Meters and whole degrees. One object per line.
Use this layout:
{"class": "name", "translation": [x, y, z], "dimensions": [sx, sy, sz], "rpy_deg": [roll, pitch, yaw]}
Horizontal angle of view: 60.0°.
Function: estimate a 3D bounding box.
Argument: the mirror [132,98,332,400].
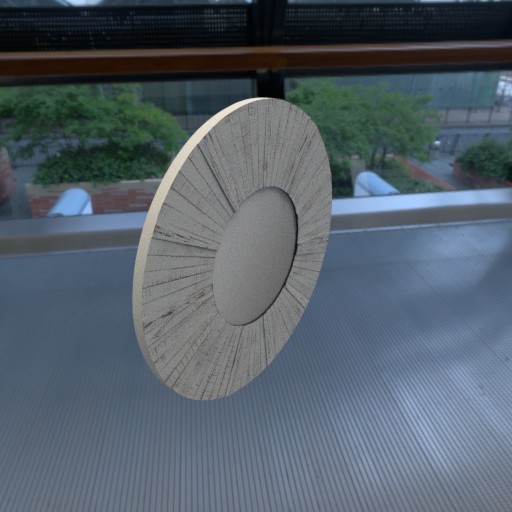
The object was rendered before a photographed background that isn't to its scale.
{"class": "mirror", "translation": [0.000, 0.000, 1.360], "dimensions": [0.038, 0.914, 0.914], "rpy_deg": [18, 32, 32]}
